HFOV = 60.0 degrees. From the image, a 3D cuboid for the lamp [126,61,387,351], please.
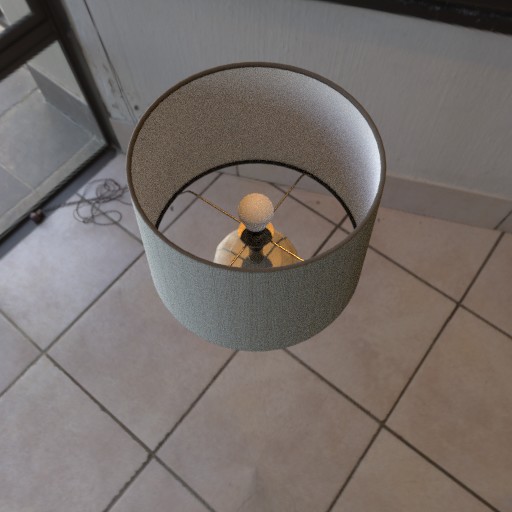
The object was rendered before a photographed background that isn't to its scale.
[{"bbox_3d":[0.000,0.000,0.822,0.376,0.594,0.376,0,65,0],"label":"lamp"}]
